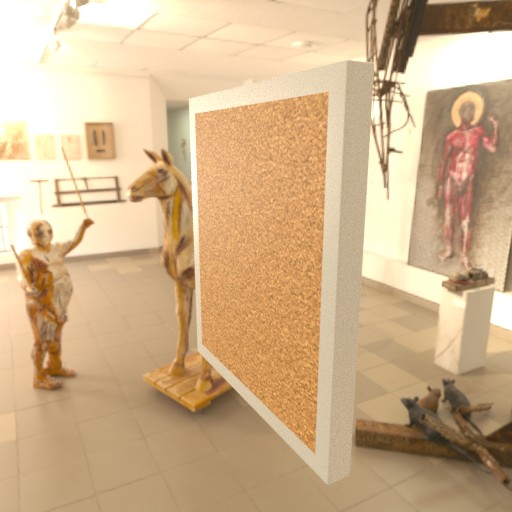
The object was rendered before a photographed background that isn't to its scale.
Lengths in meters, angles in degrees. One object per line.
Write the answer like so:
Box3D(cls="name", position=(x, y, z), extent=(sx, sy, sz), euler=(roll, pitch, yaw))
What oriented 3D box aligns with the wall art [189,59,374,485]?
Box3D(cls="wall art", position=(0.000, 0.000, 0.526), extent=(0.028, 0.381, 0.331), euler=(-8, 16, -28))
